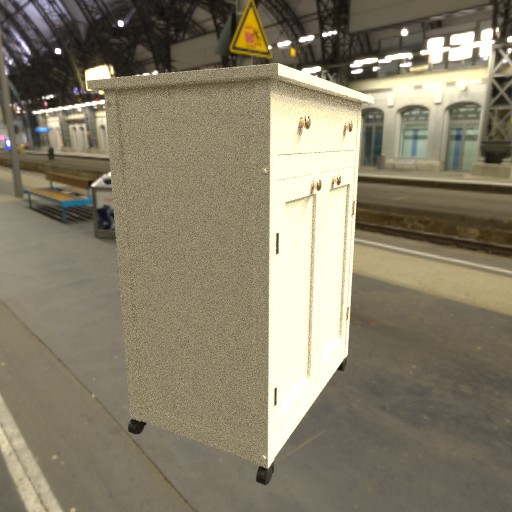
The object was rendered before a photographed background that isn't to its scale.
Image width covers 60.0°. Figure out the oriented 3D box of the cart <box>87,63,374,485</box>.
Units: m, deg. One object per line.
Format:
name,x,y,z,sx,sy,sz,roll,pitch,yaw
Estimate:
cart,0.000,0.000,1.228,0.442,0.864,0.683,8,16,27
